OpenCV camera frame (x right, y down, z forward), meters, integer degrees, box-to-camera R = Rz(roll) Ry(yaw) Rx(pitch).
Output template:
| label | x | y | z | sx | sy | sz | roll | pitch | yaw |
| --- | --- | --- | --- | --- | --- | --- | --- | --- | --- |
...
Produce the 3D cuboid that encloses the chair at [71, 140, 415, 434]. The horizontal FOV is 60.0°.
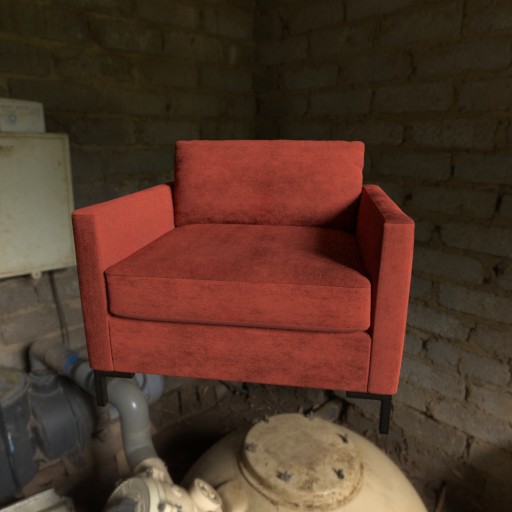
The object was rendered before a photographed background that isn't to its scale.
| label | x | y | z | sx | sy | sz | roll | pitch | yaw |
| --- | --- | --- | --- | --- | --- | --- | --- | --- | --- |
| chair | 0.000 | 0.000 | 1.617 | 0.964 | 0.812 | 0.875 | 2 | 16 | 9 |
